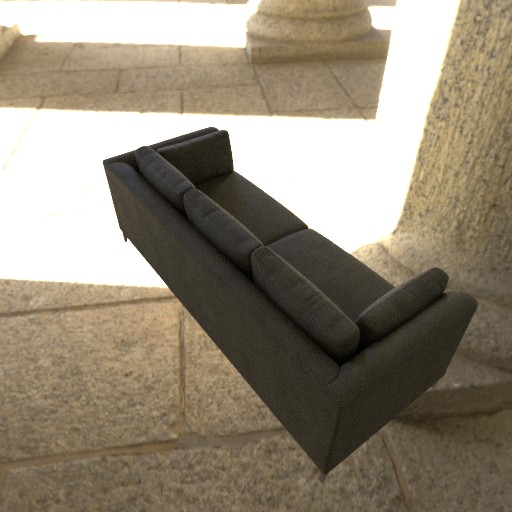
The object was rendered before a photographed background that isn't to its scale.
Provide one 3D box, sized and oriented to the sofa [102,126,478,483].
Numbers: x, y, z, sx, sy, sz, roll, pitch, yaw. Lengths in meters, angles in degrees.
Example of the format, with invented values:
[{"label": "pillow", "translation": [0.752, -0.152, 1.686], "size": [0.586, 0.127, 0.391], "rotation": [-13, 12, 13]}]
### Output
[{"label": "sofa", "translation": [0.000, 0.000, 2.873], "size": [0.969, 0.867, 2.415], "rotation": [-26, 48, -27]}]
